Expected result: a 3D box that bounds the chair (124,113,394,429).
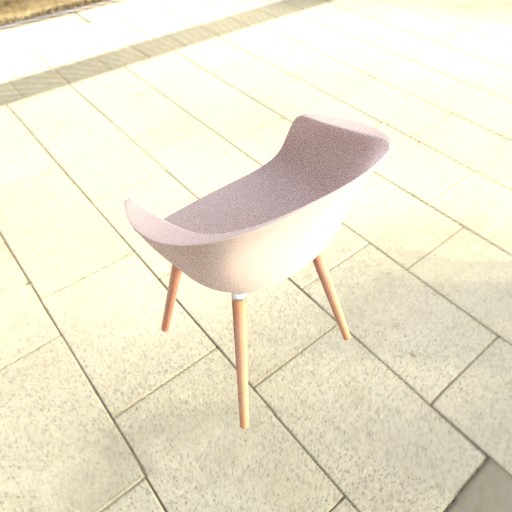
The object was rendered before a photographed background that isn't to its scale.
[{"bbox_3d":[0.000,0.000,1.164,0.593,0.781,0.504,-33,55,-27],"label":"chair"}]
